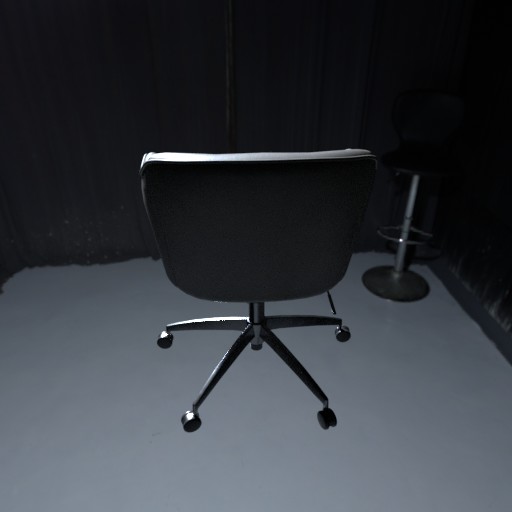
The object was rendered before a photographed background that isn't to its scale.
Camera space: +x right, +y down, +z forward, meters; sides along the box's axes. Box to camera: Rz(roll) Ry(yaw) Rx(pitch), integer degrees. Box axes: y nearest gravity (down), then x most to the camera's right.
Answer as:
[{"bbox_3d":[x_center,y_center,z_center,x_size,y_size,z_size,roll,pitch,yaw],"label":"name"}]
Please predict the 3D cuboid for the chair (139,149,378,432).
[{"bbox_3d":[0.000,0.000,1.385,0.713,0.827,0.689,-2,30,-3],"label":"chair"}]
